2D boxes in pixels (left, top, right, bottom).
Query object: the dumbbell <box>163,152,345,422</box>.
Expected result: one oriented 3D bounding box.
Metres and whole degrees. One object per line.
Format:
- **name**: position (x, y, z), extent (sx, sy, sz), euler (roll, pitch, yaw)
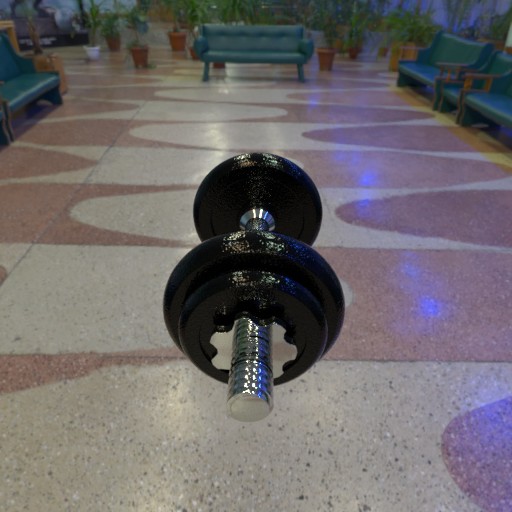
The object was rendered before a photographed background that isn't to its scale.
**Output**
- **dumbbell**: position (0.000, 0.000, 0.594), extent (0.202, 0.202, 0.497), euler (1, 32, 1)
